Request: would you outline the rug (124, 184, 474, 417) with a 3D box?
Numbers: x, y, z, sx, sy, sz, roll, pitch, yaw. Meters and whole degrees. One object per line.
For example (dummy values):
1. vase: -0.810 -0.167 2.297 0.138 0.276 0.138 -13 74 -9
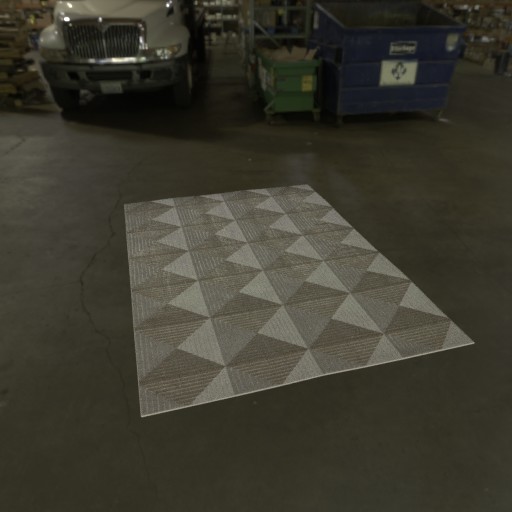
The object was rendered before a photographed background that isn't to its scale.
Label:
1. rug: 0.000 0.000 4.384 2.428 0.027 3.333 -8 31 -14
